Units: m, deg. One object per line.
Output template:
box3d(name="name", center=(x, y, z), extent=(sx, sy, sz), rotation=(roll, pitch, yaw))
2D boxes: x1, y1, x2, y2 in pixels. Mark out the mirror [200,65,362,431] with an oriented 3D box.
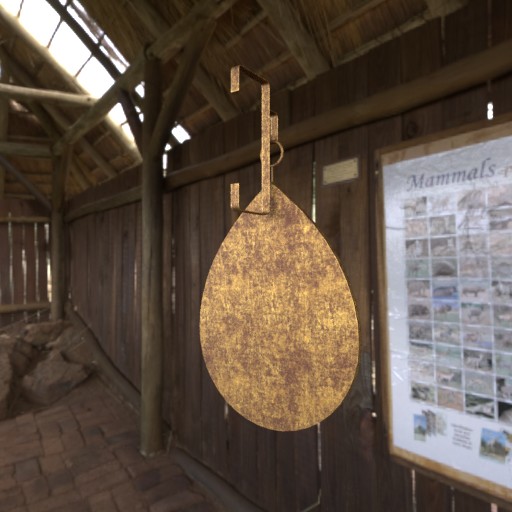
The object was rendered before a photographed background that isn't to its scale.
box3d(name="mirror", center=(0.000, 0.000, 0.918), extent=(0.405, 0.744, 0.144), rotation=(-1, -1, 35))
